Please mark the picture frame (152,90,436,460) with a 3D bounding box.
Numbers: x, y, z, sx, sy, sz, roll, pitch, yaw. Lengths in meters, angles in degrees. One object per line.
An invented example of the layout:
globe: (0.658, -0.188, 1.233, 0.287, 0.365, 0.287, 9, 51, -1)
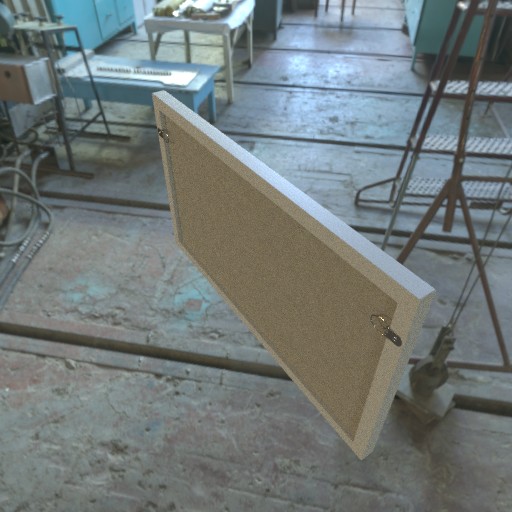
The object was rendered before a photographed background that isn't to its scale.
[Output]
picture frame: (0.000, 0.000, 0.784, 0.044, 0.379, 0.647, -25, 48, -25)
